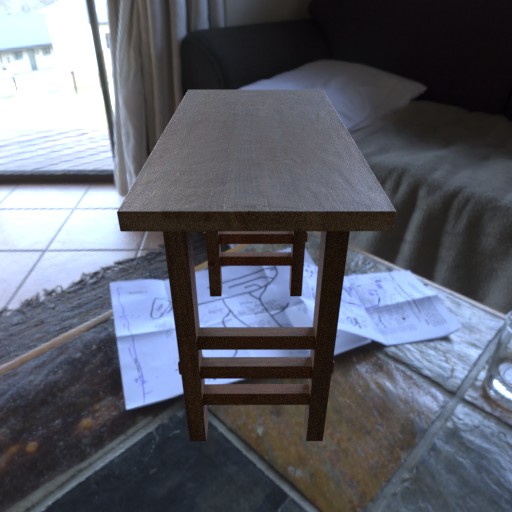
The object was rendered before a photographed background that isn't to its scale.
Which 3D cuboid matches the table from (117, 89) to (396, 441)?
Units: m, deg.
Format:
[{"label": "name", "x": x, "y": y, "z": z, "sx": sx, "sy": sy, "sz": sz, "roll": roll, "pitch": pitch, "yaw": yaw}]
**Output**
[{"label": "table", "x": 0.000, "y": 0.000, "z": 1.596, "sx": 0.556, "sy": 0.914, "sz": 1.119, "roll": 0, "pitch": 32, "yaw": 0}]
